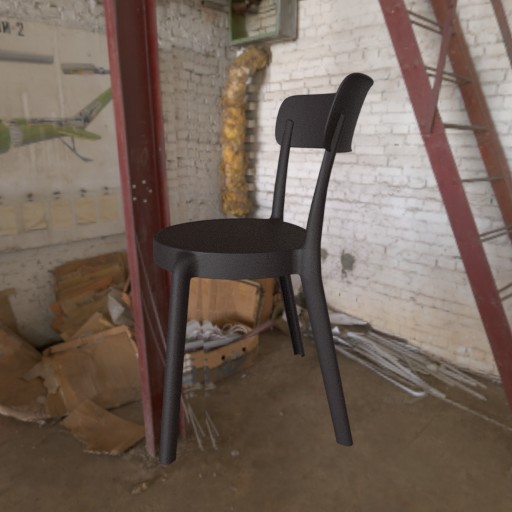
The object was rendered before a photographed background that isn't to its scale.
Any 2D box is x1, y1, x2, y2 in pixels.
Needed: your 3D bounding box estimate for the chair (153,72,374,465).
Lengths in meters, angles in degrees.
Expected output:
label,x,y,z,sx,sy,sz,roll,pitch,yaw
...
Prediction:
label,x,y,z,sx,sy,sz,roll,pitch,yaw
chair,0.000,0.000,1.093,0.491,0.790,0.506,-2,15,-8
